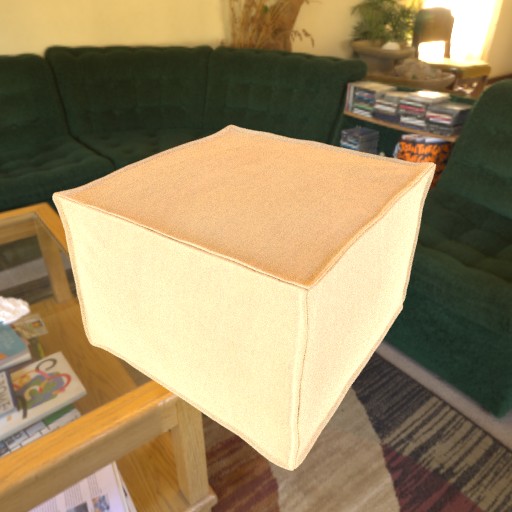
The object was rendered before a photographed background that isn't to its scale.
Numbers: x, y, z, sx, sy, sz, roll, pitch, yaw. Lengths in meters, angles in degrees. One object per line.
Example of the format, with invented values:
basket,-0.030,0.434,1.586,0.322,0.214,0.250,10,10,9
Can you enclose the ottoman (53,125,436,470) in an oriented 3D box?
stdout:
ottoman,0.000,0.000,1.169,0.696,0.470,0.707,20,37,29
